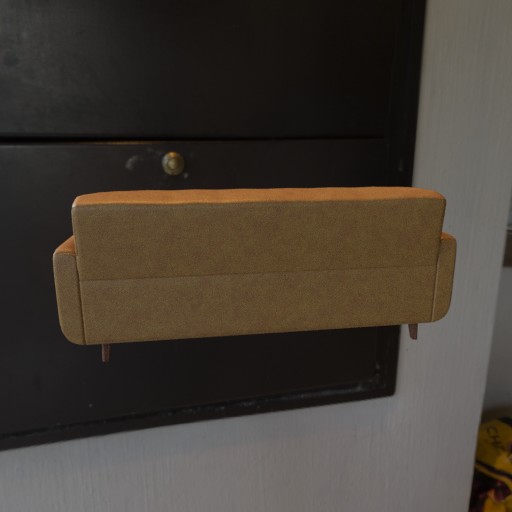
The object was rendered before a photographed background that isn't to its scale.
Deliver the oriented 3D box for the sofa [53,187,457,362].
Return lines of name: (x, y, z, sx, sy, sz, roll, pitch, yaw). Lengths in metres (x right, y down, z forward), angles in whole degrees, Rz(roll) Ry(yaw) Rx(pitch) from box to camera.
sofa: (0.000, 0.000, 2.749, 2.137, 0.892, 0.980, -2, 14, -9)
